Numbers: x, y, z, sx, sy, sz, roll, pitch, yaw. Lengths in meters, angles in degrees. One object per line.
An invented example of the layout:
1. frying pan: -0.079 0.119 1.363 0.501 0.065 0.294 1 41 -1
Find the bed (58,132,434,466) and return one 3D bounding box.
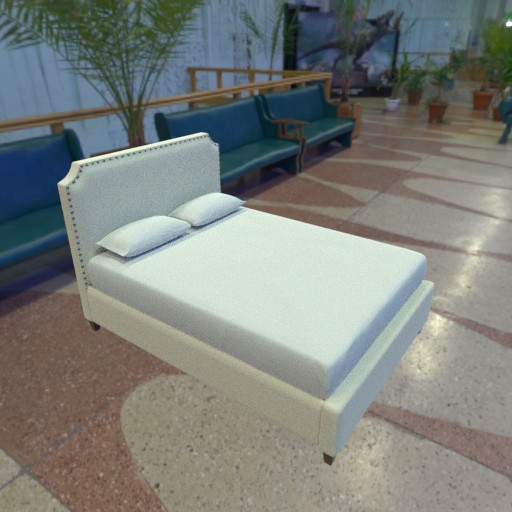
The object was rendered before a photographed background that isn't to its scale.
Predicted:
1. bed: 0.000 0.000 3.446 2.329 1.415 1.703 18 32 32
